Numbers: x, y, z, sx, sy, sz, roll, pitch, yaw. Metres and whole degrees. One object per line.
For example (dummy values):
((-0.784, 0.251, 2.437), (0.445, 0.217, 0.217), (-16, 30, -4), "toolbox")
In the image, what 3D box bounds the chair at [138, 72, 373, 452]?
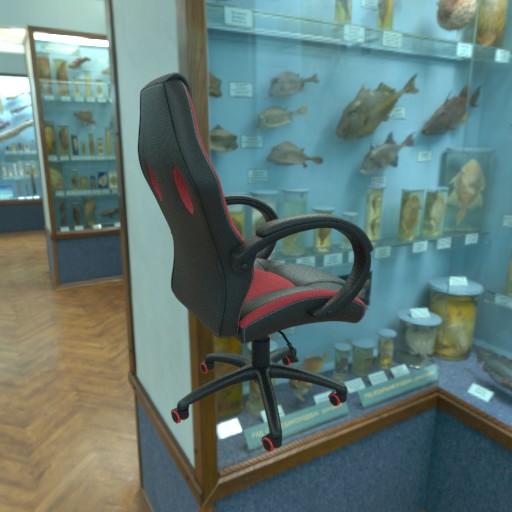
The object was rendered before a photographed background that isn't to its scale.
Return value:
((0.000, 0.000, 1.621), (0.724, 1.187, 0.673), (-7, 16, -27), "chair")
